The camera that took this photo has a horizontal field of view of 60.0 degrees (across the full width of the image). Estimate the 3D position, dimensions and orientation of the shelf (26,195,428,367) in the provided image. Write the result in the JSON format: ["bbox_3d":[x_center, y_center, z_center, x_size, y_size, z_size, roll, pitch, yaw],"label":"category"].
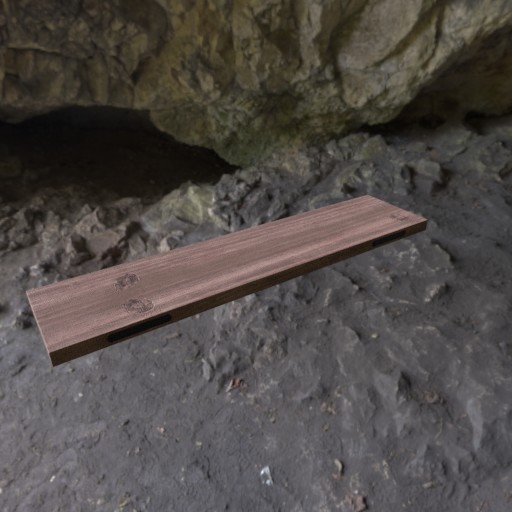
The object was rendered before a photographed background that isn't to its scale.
[{"bbox_3d":[0.000,0.000,0.664,0.610,0.020,0.140,-18,34,-29],"label":"shelf"}]
